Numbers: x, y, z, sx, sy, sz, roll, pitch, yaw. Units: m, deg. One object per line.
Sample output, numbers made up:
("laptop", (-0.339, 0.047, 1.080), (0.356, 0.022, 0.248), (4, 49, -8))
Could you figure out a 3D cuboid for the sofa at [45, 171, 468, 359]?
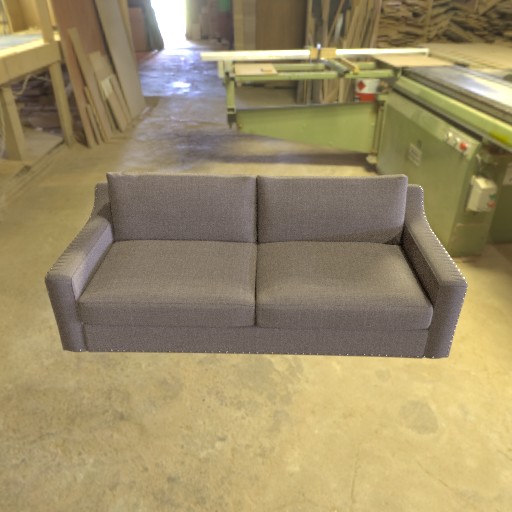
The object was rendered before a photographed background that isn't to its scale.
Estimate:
("sofa", (0.000, 0.000, 2.736), (2.208, 0.857, 1.000), (1, 30, 1))
